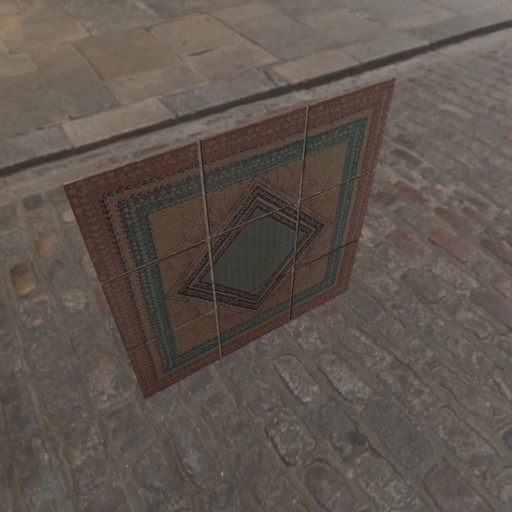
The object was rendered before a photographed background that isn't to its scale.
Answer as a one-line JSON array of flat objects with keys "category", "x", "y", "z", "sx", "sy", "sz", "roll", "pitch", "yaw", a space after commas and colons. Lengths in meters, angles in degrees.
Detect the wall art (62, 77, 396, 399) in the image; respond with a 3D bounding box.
[{"category": "wall art", "x": 0.000, "y": 0.000, "z": 2.307, "sx": 1.527, "sy": 1.525, "sz": 0.014, "roll": -24, "pitch": 51, "yaw": -22}]
